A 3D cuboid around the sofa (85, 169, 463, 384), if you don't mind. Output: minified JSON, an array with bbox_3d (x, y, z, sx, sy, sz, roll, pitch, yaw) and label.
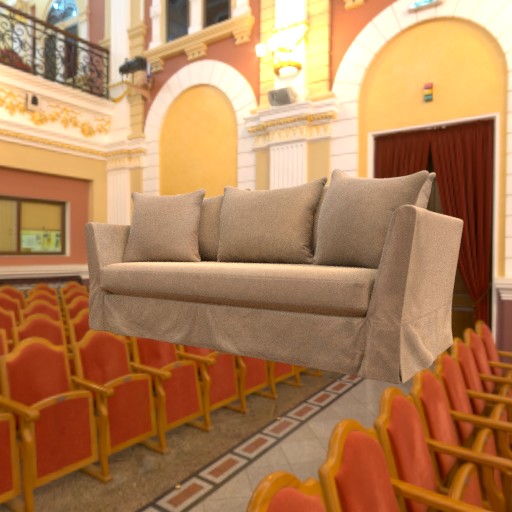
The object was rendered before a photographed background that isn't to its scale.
[{"bbox_3d":[0.000,0.000,2.861,2.290,1.034,1.031,1,1,35],"label":"sofa"}]
